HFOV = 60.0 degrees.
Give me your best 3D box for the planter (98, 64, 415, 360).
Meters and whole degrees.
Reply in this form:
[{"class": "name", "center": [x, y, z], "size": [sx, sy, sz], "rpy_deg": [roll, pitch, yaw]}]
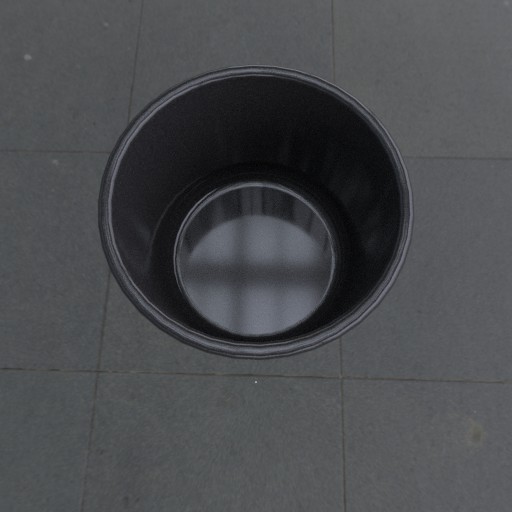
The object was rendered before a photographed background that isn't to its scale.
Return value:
[{"class": "planter", "center": [0.000, 0.000, 0.265], "size": [0.129, 0.177, 0.129], "rpy_deg": [0, 74, 0]}]
